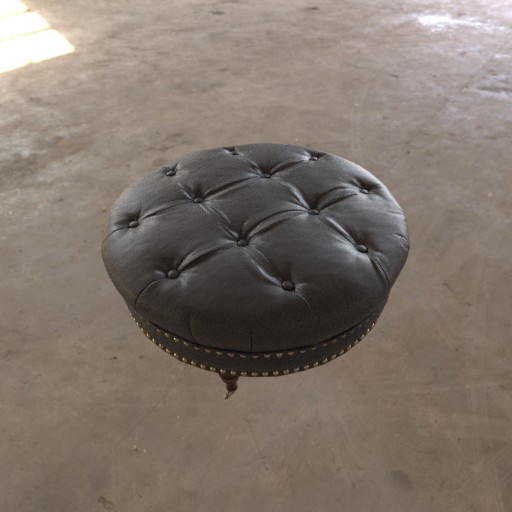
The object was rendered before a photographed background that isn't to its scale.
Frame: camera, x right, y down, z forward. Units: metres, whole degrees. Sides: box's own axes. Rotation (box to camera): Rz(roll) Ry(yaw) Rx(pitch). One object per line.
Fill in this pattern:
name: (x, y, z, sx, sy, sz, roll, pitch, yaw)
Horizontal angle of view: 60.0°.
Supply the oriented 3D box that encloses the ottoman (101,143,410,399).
ottoman: (0.000, 0.000, 1.428, 0.901, 0.439, 0.901, 0, 41, 0)
